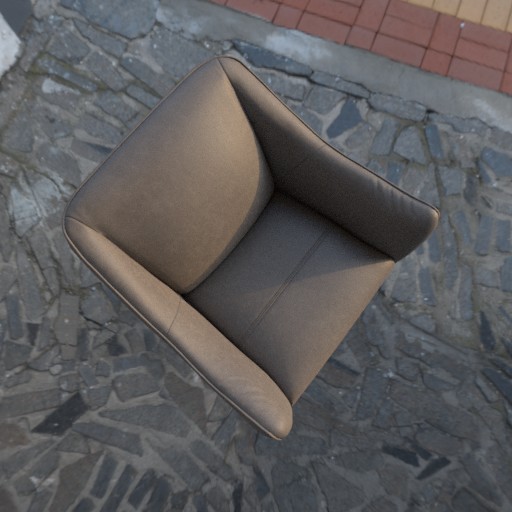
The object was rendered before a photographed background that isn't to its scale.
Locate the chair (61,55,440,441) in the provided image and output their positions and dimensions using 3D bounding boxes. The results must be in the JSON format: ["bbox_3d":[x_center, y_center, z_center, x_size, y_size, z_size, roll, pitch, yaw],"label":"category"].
[{"bbox_3d":[0.000,0.000,1.547,0.852,0.830,0.871,37,78,9],"label":"chair"}]
